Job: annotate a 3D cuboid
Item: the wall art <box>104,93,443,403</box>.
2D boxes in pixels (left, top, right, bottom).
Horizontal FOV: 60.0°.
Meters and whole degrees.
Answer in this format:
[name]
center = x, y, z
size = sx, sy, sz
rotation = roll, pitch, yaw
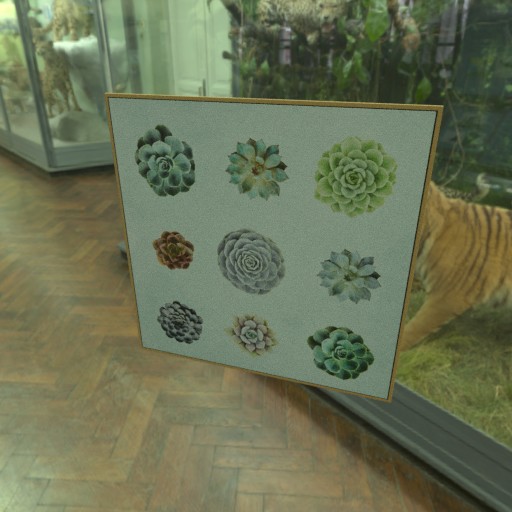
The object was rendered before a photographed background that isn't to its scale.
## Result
[wall art]
center = 0.000, 0.000, 1.426
size = 0.962, 0.959, 0.013
rotation = 8, 27, 16
